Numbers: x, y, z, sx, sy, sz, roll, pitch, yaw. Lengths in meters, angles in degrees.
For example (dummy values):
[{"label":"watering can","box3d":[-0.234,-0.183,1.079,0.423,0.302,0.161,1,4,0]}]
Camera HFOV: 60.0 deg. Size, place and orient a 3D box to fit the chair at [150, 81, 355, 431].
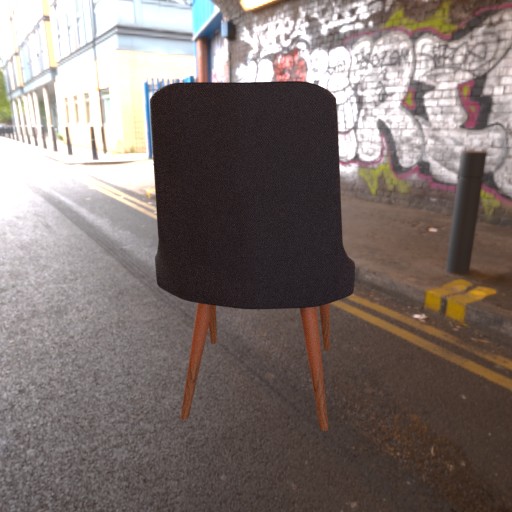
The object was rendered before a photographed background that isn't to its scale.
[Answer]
[{"label":"chair","box3d":[0.000,0.000,1.173,0.504,0.820,0.567,2,17,7]}]
